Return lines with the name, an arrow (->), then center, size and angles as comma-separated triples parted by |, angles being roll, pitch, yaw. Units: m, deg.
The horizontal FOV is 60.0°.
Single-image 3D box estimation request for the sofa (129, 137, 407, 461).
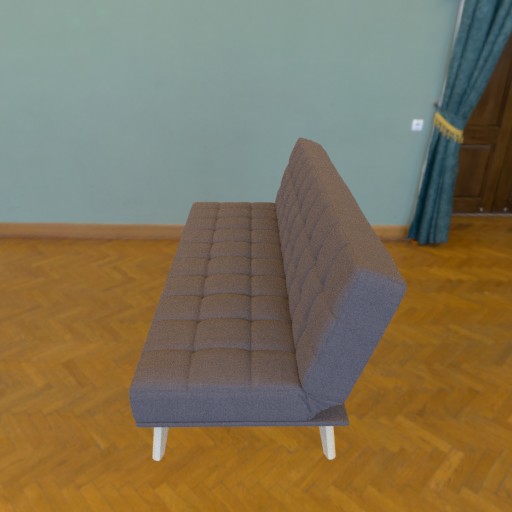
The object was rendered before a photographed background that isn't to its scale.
sofa -> 0.000, 0.000, 2.215 | 0.860, 0.810, 1.800 | 0, 27, 0
